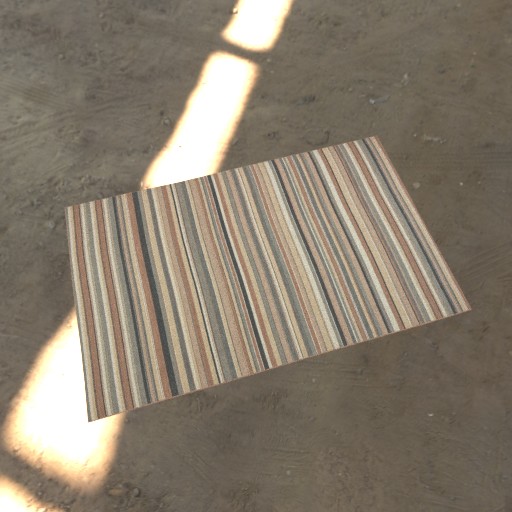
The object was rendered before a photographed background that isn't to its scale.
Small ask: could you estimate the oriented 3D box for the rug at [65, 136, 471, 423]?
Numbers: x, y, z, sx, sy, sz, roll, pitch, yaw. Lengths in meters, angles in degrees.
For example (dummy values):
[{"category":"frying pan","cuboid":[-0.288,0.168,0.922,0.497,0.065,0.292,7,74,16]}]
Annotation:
[{"category":"rug","cuboid":[0.000,0.000,3.018,2.438,0.014,1.523,-15,64,-7]}]
